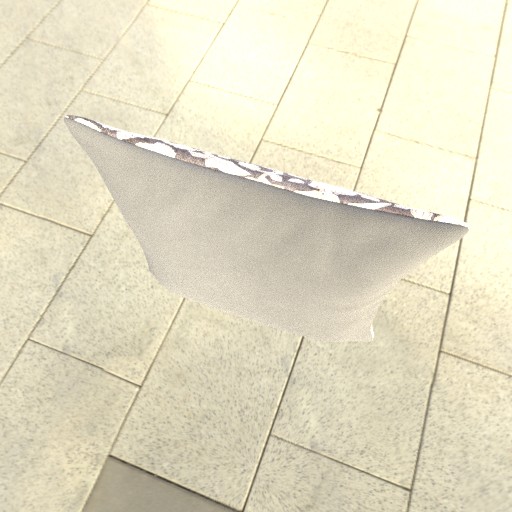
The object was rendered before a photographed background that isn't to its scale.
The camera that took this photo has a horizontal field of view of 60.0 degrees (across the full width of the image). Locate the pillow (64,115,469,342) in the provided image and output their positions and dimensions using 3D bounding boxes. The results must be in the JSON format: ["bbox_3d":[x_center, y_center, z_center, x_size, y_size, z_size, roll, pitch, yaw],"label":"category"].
[{"bbox_3d":[0.000,0.000,0.769,0.526,0.507,0.166,17,65,8],"label":"pillow"}]
